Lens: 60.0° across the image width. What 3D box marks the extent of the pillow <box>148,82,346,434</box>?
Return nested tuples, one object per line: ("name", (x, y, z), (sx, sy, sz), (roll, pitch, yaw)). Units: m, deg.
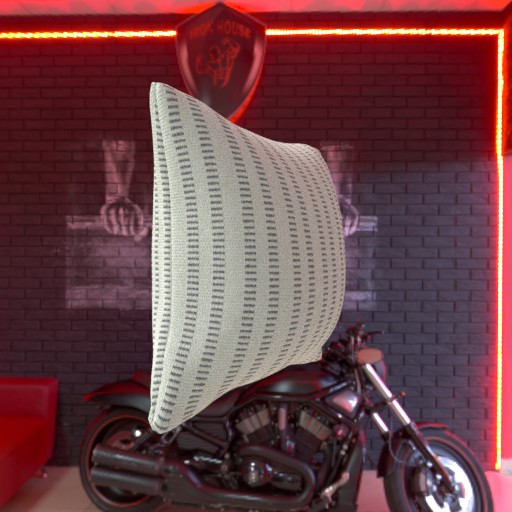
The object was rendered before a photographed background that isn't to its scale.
("pillow", (0.000, 0.000, 0.701), (0.247, 0.419, 0.438), (1, 1, 34))
